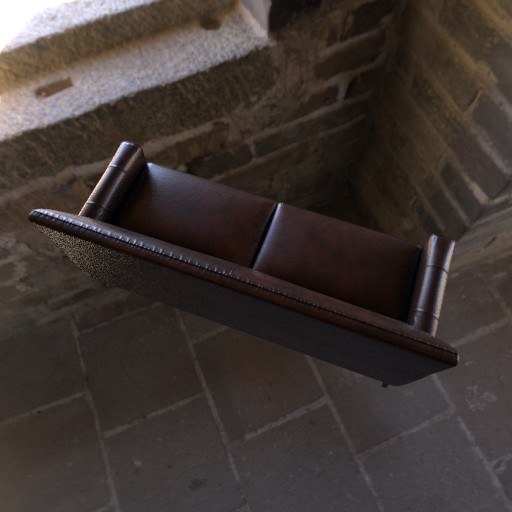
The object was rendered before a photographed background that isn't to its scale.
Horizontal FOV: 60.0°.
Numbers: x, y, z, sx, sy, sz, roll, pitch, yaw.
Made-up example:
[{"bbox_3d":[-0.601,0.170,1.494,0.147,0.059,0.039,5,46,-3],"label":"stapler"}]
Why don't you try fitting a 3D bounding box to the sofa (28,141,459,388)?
[{"bbox_3d":[0.000,0.000,2.458,1.995,0.871,0.786,18,65,9],"label":"sofa"}]
